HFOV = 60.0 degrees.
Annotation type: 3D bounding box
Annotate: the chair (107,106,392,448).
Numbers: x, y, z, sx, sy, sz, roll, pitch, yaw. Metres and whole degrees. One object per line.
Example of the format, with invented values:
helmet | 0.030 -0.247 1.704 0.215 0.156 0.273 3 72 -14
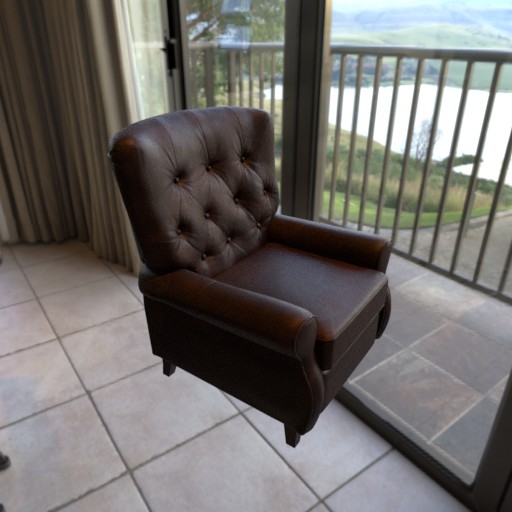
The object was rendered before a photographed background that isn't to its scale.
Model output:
chair | 0.000 0.000 1.956 1.058 1.158 0.948 18 32 31
